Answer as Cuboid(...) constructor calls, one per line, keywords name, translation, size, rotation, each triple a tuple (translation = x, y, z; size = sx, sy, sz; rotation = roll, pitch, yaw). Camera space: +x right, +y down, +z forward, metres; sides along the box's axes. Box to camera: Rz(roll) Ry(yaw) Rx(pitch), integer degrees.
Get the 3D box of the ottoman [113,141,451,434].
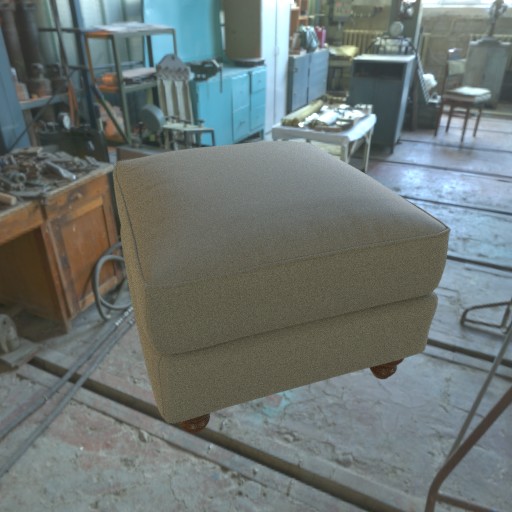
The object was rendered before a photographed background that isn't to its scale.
Cuboid(name="ottoman", translation=(0.000, 0.000, 1.173), size=(0.662, 0.505, 0.716), rotation=(-10, 31, -17))
